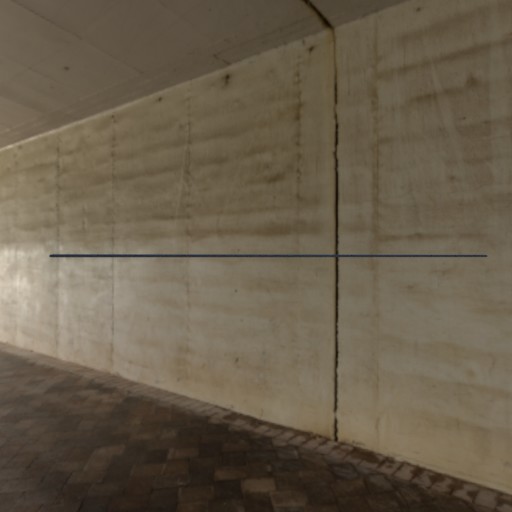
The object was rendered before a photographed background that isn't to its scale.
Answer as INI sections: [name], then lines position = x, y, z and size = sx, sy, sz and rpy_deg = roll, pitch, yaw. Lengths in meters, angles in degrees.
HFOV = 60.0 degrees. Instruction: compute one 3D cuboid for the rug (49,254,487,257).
[rug]
position = 0.000, 0.000, 2.309
size = 1.829, 0.010, 1.219
rpy_deg = 0, 0, -18
